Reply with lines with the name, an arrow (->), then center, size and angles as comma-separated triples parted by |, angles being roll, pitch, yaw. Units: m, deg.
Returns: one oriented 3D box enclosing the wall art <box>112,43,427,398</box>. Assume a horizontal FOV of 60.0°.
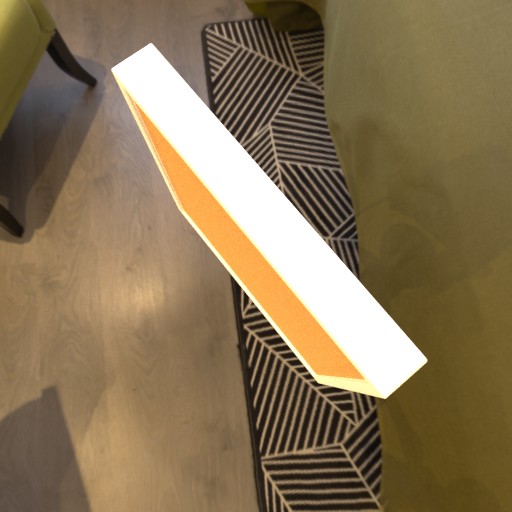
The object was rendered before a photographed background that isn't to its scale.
wall art -> 0.000, 0.000, 0.455 | 0.038, 0.305, 0.305 | -38, 79, -9
